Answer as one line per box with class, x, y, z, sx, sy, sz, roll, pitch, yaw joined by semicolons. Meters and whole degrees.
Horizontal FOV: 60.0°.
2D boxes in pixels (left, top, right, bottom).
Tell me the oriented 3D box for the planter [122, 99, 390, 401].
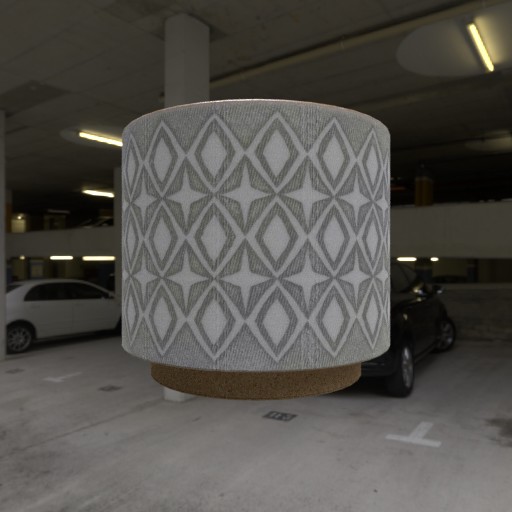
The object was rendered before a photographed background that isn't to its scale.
planter;0.000;0.000;0.440;0.255;0.223;0.255;0;0;0
